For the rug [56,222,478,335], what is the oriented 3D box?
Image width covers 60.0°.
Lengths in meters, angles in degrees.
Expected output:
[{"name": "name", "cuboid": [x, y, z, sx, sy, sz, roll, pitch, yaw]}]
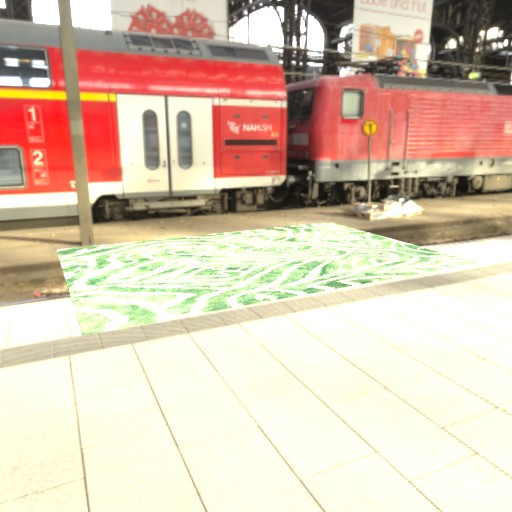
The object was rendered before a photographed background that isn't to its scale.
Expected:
[{"name": "rug", "cuboid": [0.000, 0.000, 2.296, 1.826, 0.006, 1.220, -7, 16, -26]}]
